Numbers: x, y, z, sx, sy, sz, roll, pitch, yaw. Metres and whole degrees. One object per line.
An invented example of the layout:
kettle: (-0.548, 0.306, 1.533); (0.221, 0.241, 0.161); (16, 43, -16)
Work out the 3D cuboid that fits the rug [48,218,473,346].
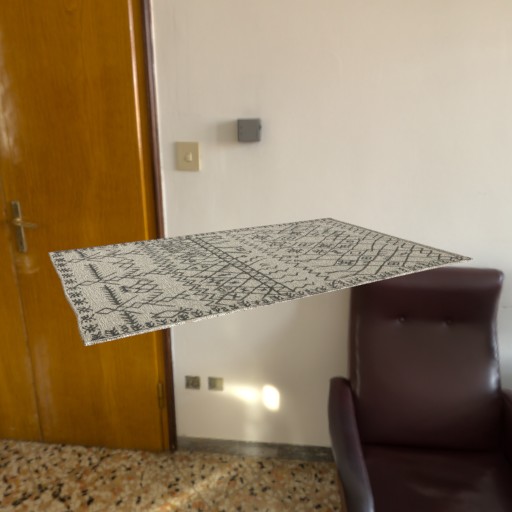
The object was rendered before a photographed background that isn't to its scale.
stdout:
rug: (0.000, 0.000, 4.699); (3.824, 0.019, 2.393); (-9, 19, -28)
